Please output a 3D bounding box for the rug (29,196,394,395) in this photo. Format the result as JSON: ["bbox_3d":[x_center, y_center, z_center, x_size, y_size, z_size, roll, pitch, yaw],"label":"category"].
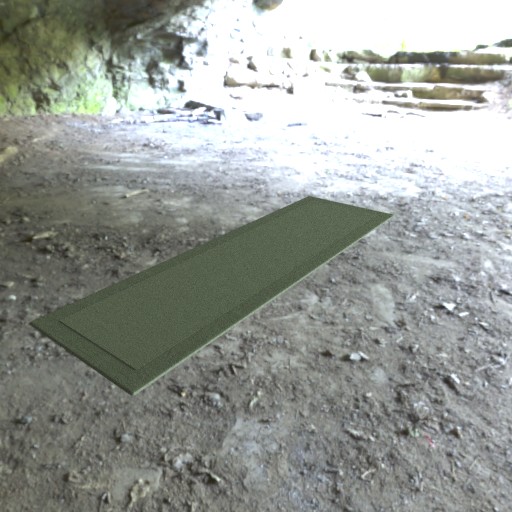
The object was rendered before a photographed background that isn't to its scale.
[{"bbox_3d":[0.000,0.000,2.693,0.759,0.012,2.430,19,31,34],"label":"rug"}]
